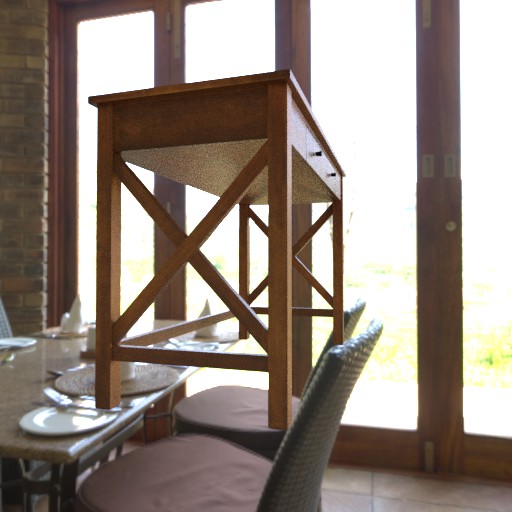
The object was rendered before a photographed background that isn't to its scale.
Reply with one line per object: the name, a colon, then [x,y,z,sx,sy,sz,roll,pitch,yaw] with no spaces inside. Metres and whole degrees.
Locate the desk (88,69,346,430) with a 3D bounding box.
desk: [0.000,0.000,1.528,0.508,0.762,1.117,0,-1,17]
